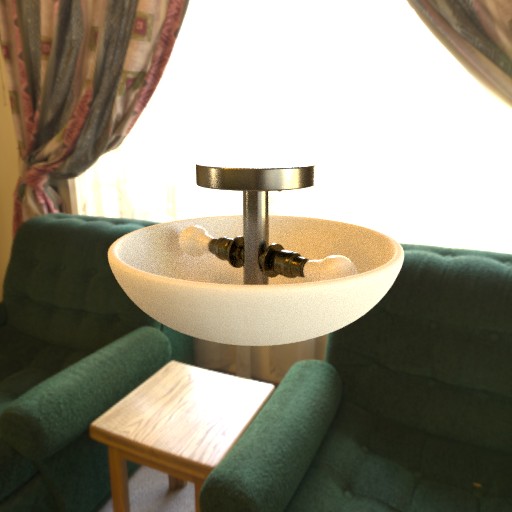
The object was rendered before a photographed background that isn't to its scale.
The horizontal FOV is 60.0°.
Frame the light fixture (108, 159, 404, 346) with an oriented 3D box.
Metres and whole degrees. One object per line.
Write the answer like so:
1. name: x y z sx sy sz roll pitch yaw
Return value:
1. light fixture: 0.000 0.000 0.522 0.330 0.214 0.330 0 16 0
